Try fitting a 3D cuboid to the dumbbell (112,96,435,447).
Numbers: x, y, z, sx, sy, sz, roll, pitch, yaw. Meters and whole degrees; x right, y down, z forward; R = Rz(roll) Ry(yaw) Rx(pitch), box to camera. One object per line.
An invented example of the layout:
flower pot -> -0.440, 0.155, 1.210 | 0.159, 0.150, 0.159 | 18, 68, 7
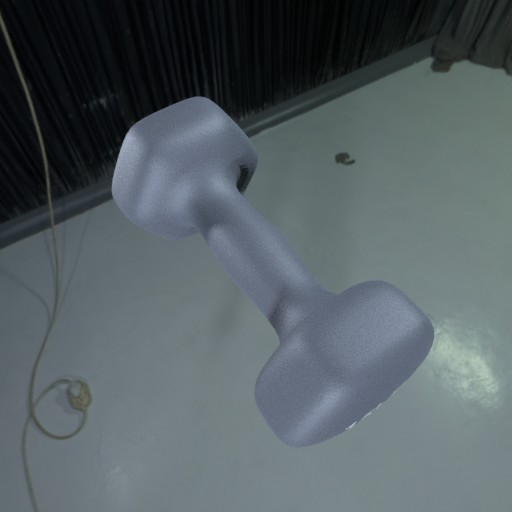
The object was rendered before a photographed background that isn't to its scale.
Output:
dumbbell -> 0.000, 0.000, 0.299 | 0.116, 0.105, 0.240 | -30, 62, -18
